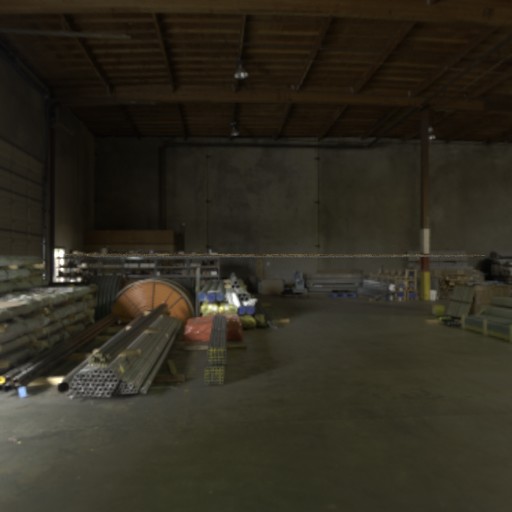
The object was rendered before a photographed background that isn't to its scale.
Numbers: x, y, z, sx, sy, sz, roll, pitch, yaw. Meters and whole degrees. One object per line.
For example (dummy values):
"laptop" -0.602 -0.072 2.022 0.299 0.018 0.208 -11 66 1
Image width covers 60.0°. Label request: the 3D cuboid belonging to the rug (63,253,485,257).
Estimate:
"rug" 0.000 0.000 4.363 3.291 0.017 2.431 0 0 -19
